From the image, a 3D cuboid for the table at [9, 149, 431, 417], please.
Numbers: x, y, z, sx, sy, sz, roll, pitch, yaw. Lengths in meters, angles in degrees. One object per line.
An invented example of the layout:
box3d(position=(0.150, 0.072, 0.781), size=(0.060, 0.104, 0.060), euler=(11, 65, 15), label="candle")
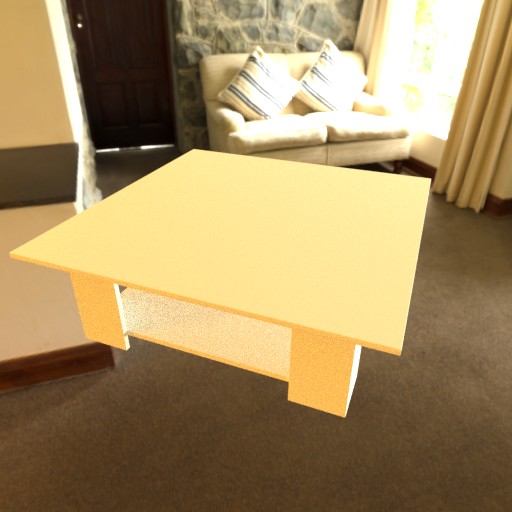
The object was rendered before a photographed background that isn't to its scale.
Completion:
box3d(position=(0.000, 0.000, 1.328), size=(0.890, 0.305, 0.890), euler=(11, 32, 19), label="table")
